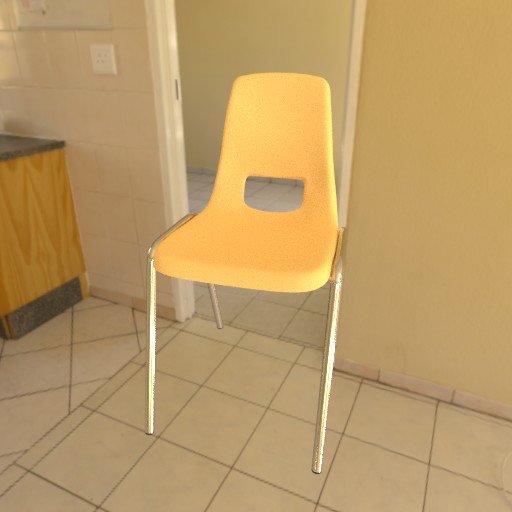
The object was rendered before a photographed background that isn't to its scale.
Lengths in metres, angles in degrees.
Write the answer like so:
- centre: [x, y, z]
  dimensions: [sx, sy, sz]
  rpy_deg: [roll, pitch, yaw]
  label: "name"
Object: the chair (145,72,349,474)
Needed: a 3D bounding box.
- centre: [0.000, 0.000, 0.945]
  dimensions: [0.381, 0.704, 0.436]
  rpy_deg: [7, 26, 14]
  label: "chair"
